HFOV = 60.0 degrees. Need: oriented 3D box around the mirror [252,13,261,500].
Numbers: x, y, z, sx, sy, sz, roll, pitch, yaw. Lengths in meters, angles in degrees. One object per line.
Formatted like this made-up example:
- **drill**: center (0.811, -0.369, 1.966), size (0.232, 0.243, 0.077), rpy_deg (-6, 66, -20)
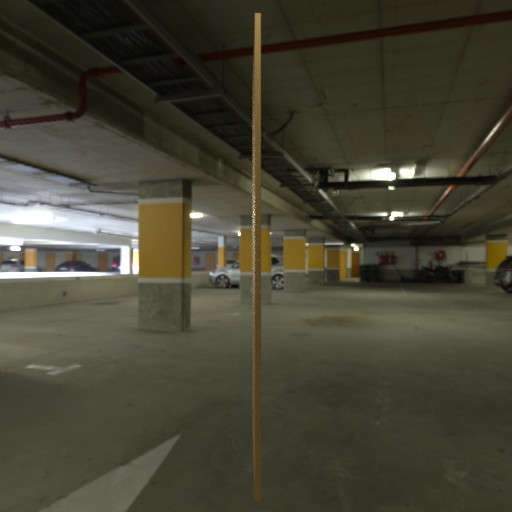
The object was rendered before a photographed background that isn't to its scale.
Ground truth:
- **mirror**: center (0.000, 0.000, 2.253), size (0.025, 2.031, 0.812), rpy_deg (0, -1, -1)
